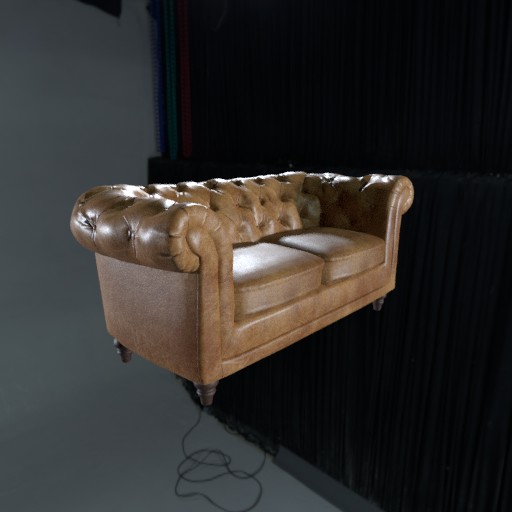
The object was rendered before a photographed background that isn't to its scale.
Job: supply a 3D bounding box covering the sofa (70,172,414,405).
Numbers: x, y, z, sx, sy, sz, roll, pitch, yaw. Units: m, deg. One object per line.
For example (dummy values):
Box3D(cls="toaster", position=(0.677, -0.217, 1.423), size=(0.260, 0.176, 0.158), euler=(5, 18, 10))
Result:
Box3D(cls="sofa", position=(0.000, 0.000, 2.568), size=(1.042, 0.877, 1.979), euler=(13, 19, 41))
